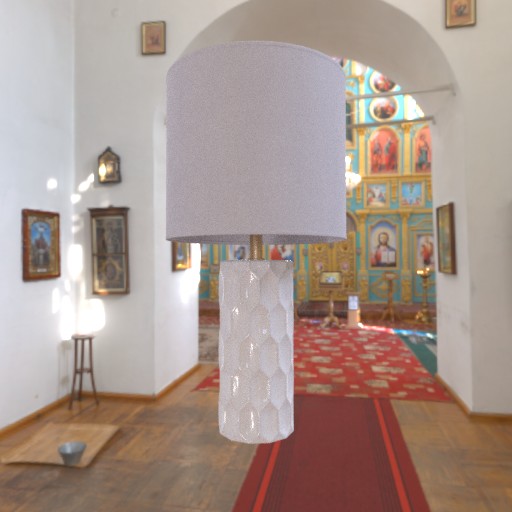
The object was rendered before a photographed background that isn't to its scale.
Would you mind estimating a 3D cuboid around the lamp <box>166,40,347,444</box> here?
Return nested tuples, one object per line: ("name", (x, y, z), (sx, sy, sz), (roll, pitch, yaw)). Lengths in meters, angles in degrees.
("lamp", (0.000, 0.000, 0.690), (0.277, 0.537, 0.277), (1, -2, -35))
